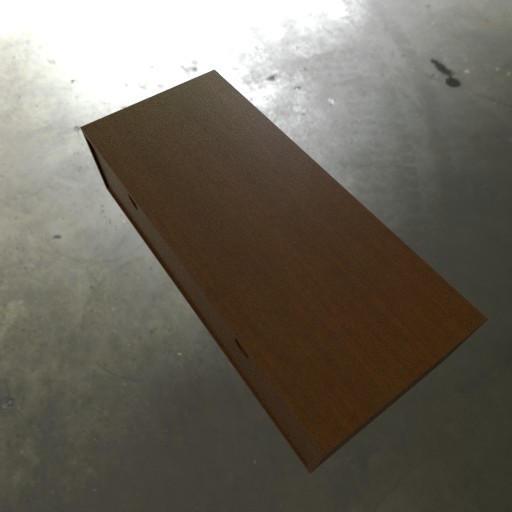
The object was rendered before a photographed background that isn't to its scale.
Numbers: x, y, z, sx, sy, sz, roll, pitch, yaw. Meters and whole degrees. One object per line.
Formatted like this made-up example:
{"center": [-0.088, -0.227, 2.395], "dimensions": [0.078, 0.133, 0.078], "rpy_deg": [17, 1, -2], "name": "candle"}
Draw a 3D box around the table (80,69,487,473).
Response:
{"center": [0.000, 0.000, 1.356], "dimensions": [0.490, 0.464, 1.119], "rpy_deg": [-31, 63, -18], "name": "table"}
